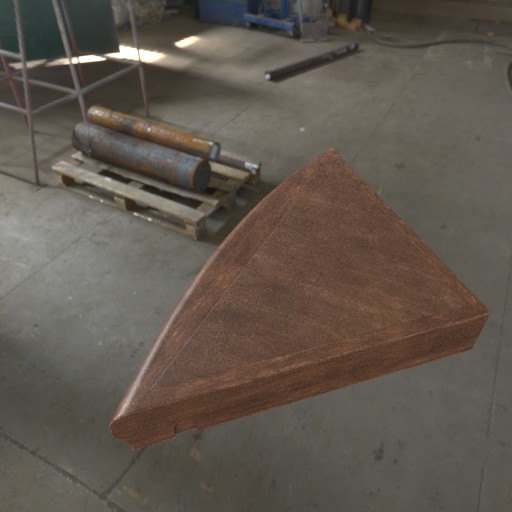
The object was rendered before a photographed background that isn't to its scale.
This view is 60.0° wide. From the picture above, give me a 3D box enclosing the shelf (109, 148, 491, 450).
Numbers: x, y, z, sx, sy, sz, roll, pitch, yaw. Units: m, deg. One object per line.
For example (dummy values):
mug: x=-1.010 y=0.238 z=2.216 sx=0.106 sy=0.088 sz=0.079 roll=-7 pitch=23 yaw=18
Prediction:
shelf: x=0.000 y=0.000 z=0.457 sx=0.310 sy=0.050 sz=0.310 roll=-12 pitch=43 yaw=-13
